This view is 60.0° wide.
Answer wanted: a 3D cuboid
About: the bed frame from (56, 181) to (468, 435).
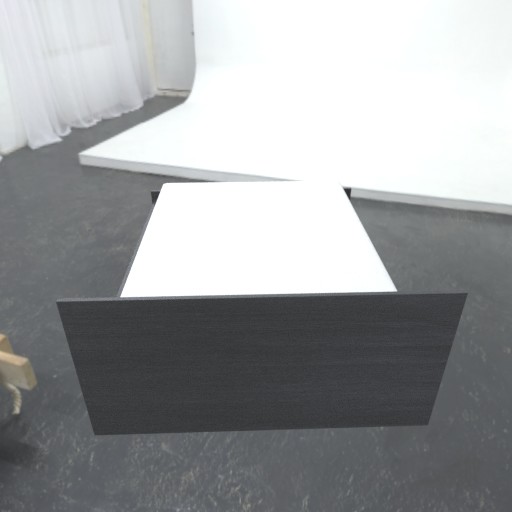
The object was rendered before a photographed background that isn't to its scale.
[{"bbox_3d":[0.000,0.000,2.787,1.622,0.800,1.960,-1,31,-2],"label":"bed frame"}]
